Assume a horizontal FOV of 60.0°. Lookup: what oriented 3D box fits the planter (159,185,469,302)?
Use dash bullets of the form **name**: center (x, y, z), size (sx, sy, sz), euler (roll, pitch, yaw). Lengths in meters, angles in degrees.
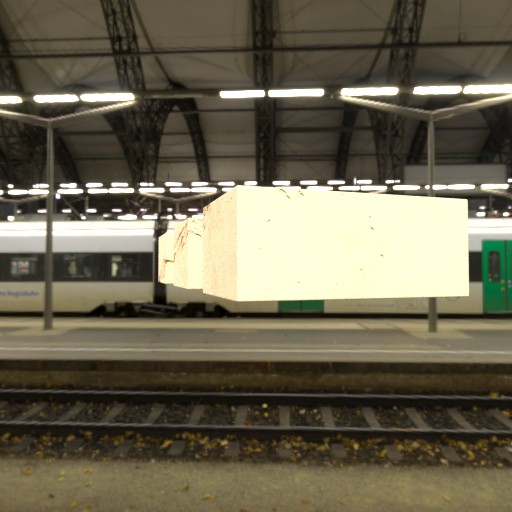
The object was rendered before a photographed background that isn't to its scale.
- **planter**: center (0.000, 0.000, 0.372), size (0.127, 0.051, 0.333), euler (1, -2, -18)
